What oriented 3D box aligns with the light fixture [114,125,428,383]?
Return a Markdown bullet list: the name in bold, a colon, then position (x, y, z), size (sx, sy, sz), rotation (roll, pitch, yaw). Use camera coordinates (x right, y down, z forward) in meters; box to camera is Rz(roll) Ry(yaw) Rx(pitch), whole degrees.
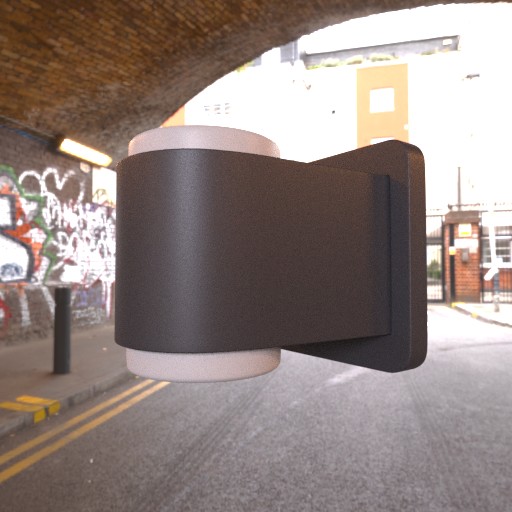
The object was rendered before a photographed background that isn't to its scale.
- **light fixture**: position (0.000, 0.000, 0.213), size (0.132, 0.109, 0.109), rotation (1, -2, -37)
